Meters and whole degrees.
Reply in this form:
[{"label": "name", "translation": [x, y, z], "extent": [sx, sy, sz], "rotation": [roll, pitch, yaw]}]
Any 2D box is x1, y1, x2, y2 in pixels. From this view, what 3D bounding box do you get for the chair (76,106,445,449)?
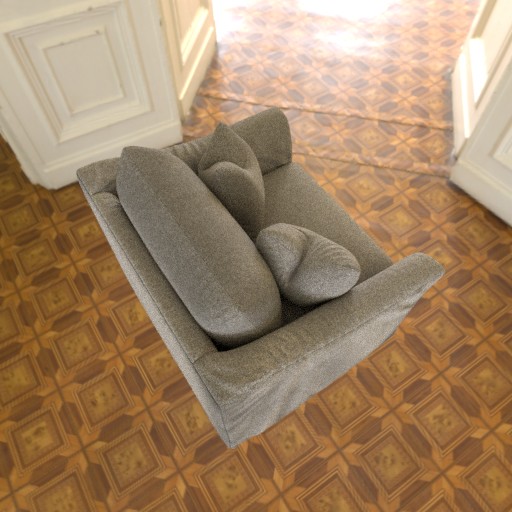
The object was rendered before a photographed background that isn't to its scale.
[{"label": "chair", "translation": [0.000, 0.000, 2.045], "extent": [1.071, 1.059, 1.194], "rotation": [-30, 63, -17]}]
